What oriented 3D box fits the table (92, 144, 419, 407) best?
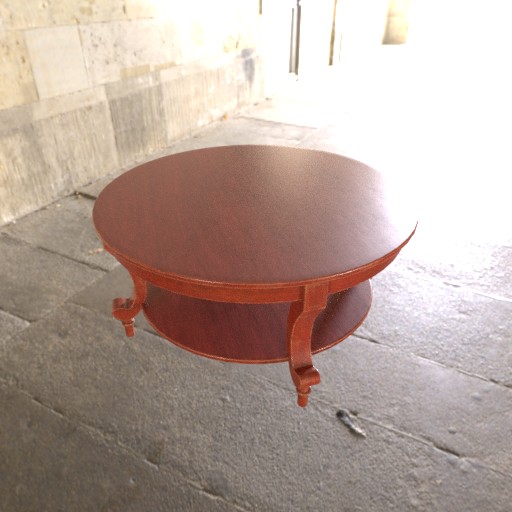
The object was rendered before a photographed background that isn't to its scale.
[{"bbox_3d":[0.000,0.000,1.580,1.029,0.486,1.029,0,32,0],"label":"table"}]
